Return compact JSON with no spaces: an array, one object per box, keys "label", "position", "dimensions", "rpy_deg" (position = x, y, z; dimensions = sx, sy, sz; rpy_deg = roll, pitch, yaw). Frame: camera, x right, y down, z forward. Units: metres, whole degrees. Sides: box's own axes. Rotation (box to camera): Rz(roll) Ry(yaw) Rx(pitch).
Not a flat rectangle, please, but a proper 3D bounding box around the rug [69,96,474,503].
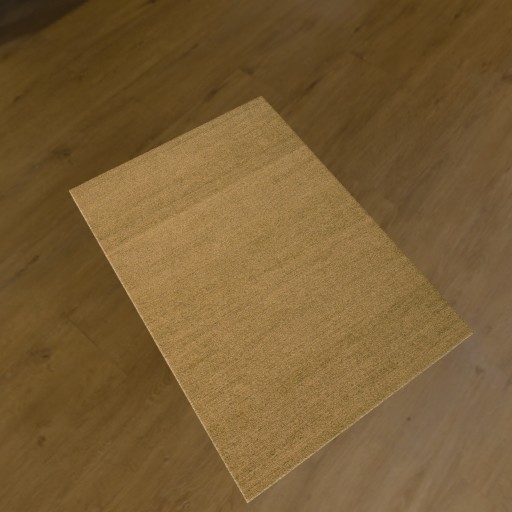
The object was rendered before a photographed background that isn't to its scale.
[{"label":"rug","position":[0.000,0.000,4.933],"dimensions":[2.782,0.025,3.935],"rpy_deg":[-31,68,-14]}]
